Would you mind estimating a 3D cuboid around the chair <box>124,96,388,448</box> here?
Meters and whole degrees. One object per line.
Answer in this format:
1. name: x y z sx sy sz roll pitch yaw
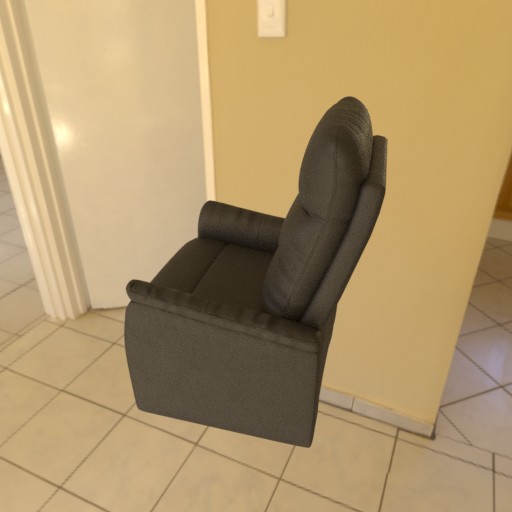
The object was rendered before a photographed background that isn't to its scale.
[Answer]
1. chair: 0.000 0.000 1.644 0.831 1.082 0.775 7 30 13
